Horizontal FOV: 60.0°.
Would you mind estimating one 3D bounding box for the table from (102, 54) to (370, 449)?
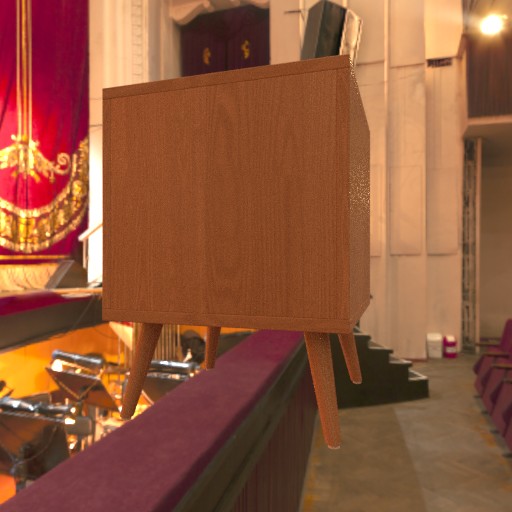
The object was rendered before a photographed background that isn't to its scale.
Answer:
[{"bbox_3d":[0.000,0.000,0.854,0.400,0.550,0.400,0,0,18],"label":"table"}]
